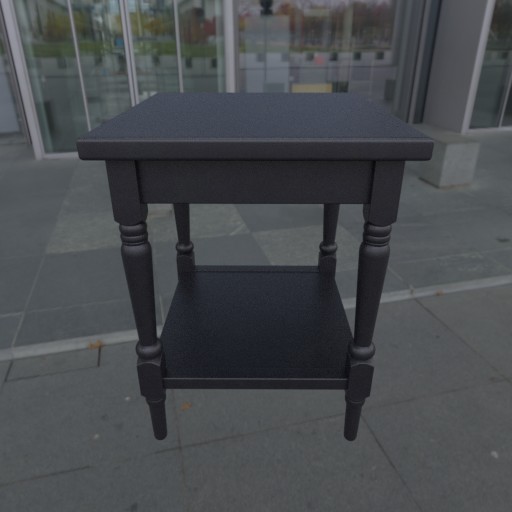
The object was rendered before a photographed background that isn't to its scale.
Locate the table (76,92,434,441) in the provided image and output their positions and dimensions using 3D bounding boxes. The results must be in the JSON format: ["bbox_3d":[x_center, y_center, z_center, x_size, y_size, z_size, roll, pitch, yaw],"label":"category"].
[{"bbox_3d":[0.000,0.000,0.886,0.442,0.565,0.488,0,26,0],"label":"table"}]
